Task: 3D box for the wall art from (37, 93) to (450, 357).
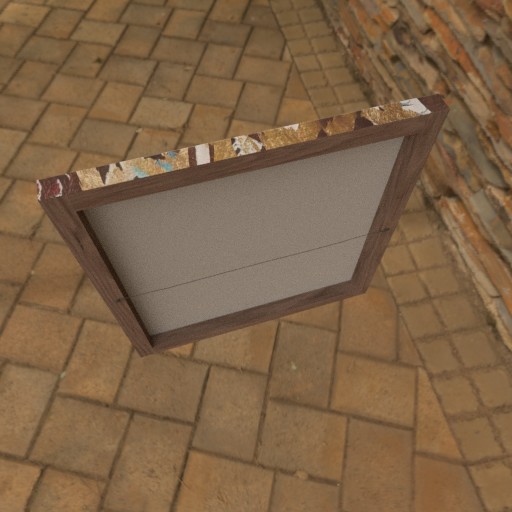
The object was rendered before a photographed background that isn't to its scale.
[{"bbox_3d":[0.000,0.000,0.896,0.609,0.613,0.041,-15,59,-9],"label":"wall art"}]
